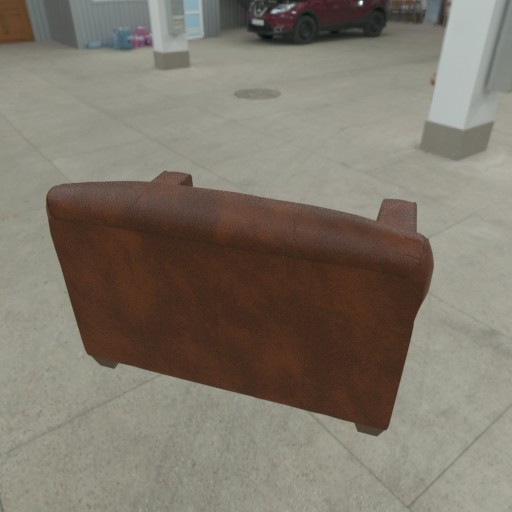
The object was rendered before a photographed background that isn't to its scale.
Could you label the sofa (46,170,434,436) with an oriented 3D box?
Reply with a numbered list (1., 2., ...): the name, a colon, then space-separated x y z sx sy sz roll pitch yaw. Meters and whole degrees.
1. sofa: 0.000 0.000 2.069 1.413 0.956 1.000 10 34 15
